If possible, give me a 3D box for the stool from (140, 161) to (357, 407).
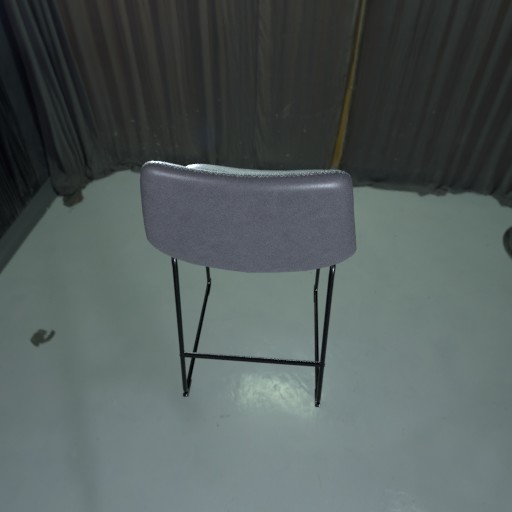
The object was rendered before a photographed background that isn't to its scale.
[{"bbox_3d":[0.000,0.000,1.185,0.470,0.876,0.546,3,46,3],"label":"stool"}]
